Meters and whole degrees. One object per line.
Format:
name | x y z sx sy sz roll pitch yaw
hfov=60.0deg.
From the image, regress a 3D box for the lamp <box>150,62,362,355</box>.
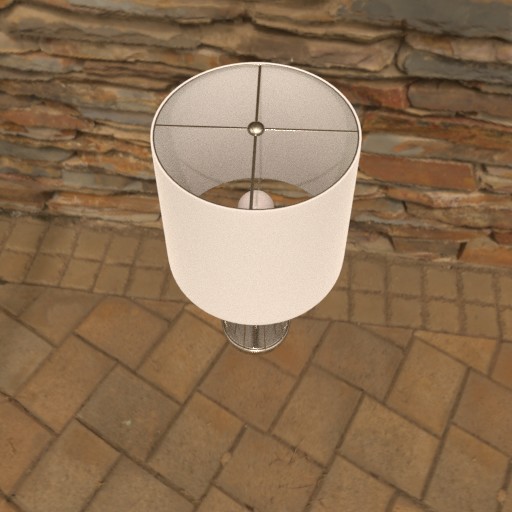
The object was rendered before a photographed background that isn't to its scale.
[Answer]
lamp | 0.000 0.000 0.804 0.303 0.618 0.303 0 59 0
